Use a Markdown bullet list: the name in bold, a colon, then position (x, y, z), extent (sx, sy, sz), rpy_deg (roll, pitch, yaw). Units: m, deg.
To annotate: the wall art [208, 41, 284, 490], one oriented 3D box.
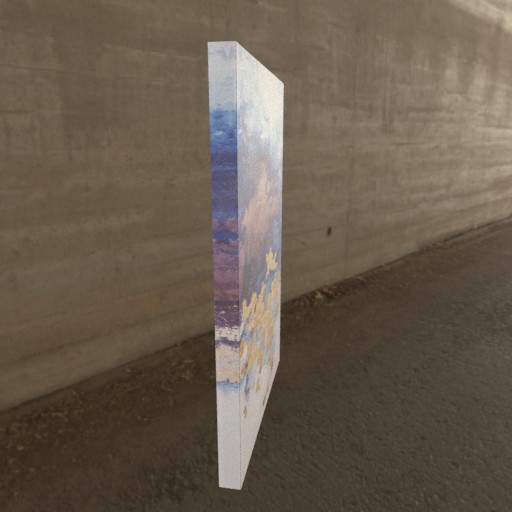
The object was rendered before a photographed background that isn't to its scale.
- **wall art**: position (0.000, 0.000, 1.110), extent (0.048, 0.874, 0.583), rpy_deg (3, 15, 11)
